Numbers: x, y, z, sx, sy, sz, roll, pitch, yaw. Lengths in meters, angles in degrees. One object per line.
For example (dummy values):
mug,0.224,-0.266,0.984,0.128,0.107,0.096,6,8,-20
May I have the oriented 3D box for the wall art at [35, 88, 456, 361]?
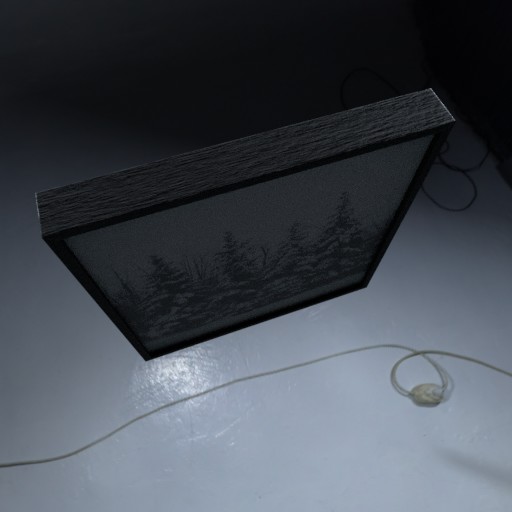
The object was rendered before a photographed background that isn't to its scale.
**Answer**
wall art,0.000,0.000,0.451,0.305,0.305,0.037,-17,63,-9
